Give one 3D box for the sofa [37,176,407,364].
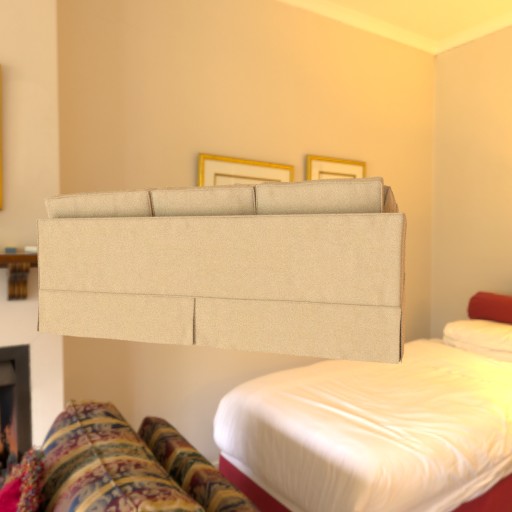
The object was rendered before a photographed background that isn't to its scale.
[{"bbox_3d":[0.000,0.000,4.257,2.733,1.124,2.730,1,3,19],"label":"sofa"}]
